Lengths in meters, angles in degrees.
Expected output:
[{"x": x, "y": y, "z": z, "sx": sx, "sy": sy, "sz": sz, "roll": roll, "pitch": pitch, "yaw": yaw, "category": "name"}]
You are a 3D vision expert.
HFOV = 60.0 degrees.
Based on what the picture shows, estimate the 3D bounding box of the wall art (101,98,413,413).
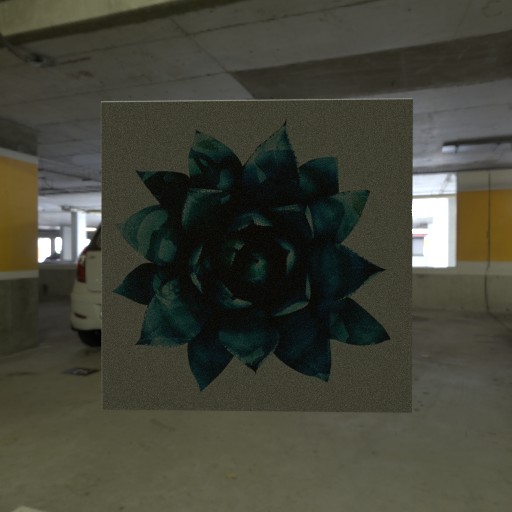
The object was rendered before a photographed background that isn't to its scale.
[{"x": 0.000, "y": 0.000, "z": 0.453, "sx": 0.305, "sy": 0.305, "sz": 0.038, "roll": 0, "pitch": 1, "yaw": 2, "category": "wall art"}]
